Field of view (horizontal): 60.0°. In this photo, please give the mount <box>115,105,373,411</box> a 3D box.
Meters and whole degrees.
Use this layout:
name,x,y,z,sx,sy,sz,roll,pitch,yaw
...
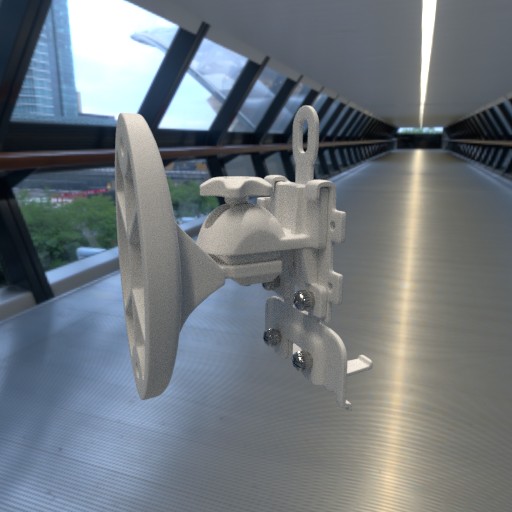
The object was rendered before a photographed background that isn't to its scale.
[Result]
name,x,y,z,sx,sy,sz,roll,pitch,yaw
mount,0.000,0.000,0.180,0.100,0.118,0.066,-6,15,-25
